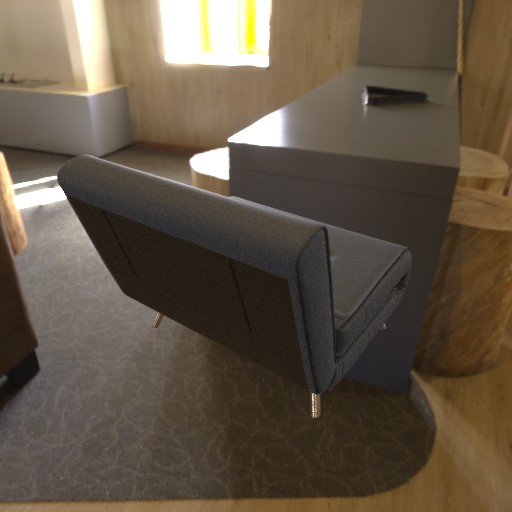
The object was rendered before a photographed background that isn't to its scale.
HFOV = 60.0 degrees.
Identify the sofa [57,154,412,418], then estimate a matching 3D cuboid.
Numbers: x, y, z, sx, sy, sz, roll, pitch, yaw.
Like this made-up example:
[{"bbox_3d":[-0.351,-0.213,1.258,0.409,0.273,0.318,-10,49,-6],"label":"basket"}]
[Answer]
[{"bbox_3d":[0.000,0.000,1.797,0.999,0.860,0.996,20,36,31],"label":"sofa"}]
